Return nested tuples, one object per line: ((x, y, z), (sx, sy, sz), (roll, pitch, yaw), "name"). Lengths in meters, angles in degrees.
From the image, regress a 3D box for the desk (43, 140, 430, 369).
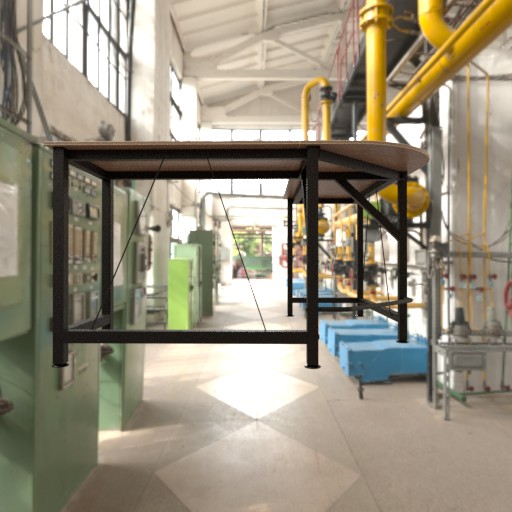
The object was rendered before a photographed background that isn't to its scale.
((0.000, 0.000, 2.172), (1.400, 0.762, 1.400), (0, 0, 1), "desk")
